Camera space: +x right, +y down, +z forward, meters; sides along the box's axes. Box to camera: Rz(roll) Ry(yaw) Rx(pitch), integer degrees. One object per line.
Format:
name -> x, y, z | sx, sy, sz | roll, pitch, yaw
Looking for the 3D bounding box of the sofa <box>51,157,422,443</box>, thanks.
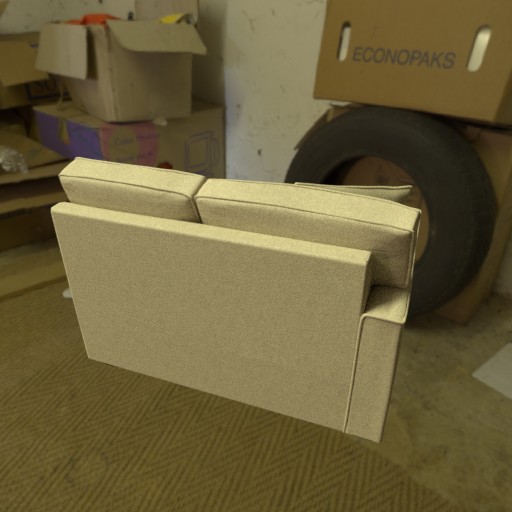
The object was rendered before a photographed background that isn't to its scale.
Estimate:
sofa -> 0.000, 0.000, 2.069 | 1.388, 0.989, 0.991 | 10, 31, 18
